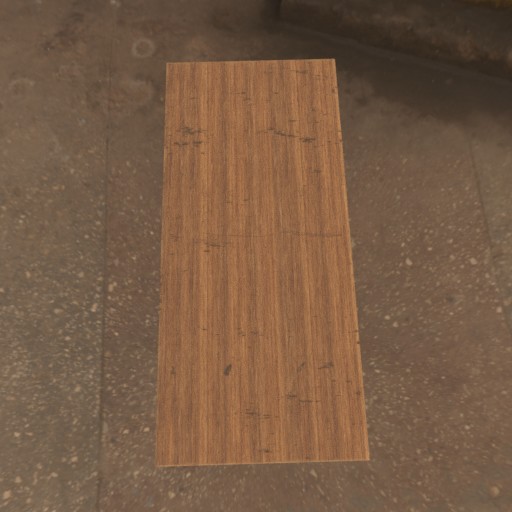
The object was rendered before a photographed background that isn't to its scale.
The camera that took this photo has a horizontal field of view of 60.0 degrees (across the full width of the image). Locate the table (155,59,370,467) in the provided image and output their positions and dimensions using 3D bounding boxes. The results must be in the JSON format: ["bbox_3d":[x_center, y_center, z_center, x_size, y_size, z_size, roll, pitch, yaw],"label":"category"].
[{"bbox_3d":[0.000,0.000,2.707,1.000,0.757,2.200,-2,75,0],"label":"table"}]
